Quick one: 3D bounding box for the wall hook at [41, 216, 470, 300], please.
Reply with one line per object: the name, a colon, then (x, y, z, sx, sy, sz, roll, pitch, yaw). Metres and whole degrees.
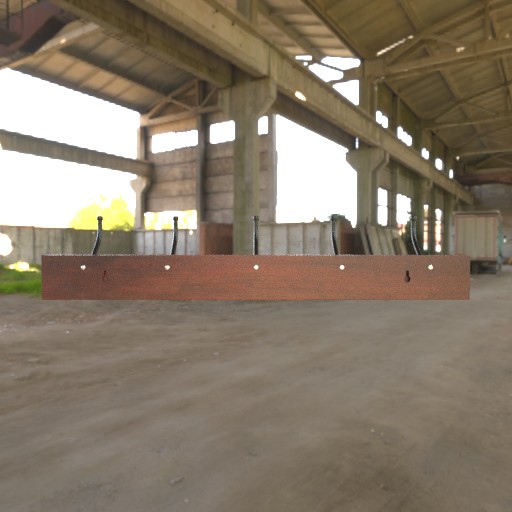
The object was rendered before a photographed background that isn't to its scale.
wall hook: (0.000, 0.000, 0.625, 0.571, 0.117, 0.071, 0, 1, 0)
